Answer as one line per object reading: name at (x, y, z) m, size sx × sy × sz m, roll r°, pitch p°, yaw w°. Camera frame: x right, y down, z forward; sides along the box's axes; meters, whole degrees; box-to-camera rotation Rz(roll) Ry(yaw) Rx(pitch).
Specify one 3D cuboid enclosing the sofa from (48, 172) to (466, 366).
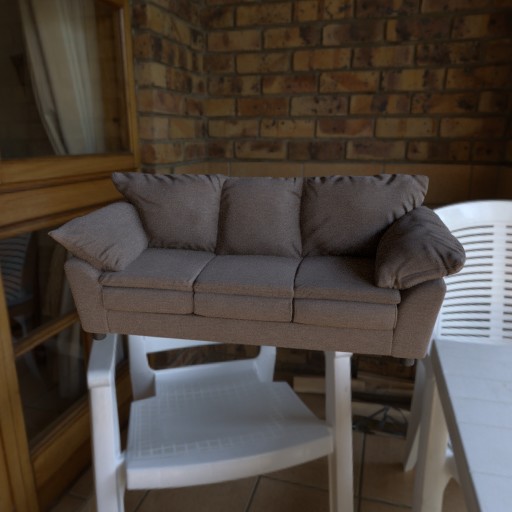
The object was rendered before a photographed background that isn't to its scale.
sofa at (0.000, 0.000, 2.904) m, size 2.390 × 1.043 × 0.927 m, roll 3°, pitch 15°, yaw 10°
